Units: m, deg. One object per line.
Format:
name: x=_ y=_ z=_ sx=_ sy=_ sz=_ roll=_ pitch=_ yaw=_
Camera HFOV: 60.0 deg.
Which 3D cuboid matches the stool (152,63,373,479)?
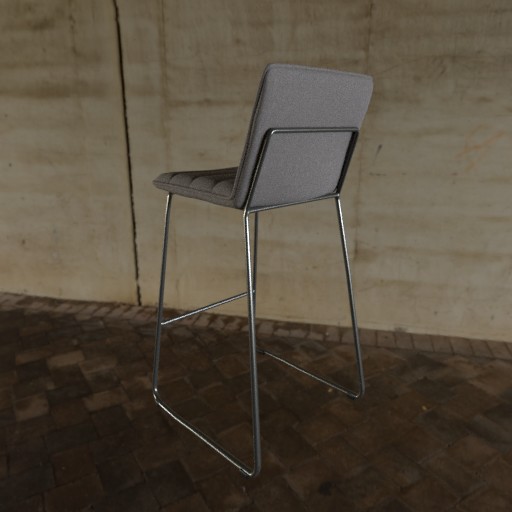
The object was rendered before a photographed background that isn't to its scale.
stool: x=0.000 y=0.000 z=1.268 sx=0.490 sy=0.960 sz=0.490 roll=-16 pitch=23 yaw=-42
